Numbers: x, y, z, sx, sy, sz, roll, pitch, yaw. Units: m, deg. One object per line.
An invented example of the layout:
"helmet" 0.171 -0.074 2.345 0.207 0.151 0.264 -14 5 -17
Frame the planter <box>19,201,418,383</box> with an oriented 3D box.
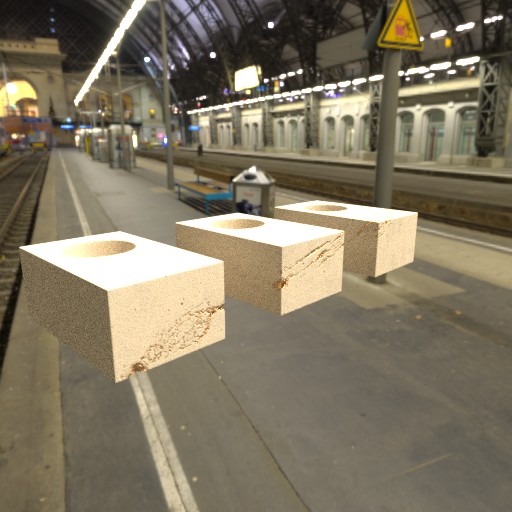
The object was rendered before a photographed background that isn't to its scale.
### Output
"planter" 0.000 0.000 0.381 0.127 0.051 0.333 14 21 43
